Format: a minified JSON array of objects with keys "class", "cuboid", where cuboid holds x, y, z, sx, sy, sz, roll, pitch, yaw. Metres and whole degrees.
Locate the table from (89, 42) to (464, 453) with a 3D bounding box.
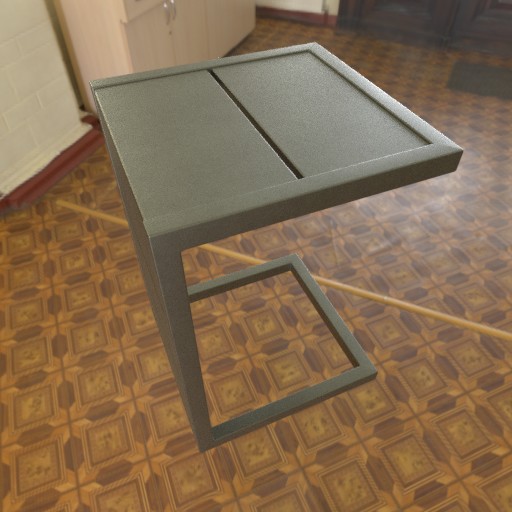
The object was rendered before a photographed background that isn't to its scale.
[{"class":"table","cuboid":[0.000,0.000,0.869,0.420,0.609,0.405,-17,48,-16]}]
